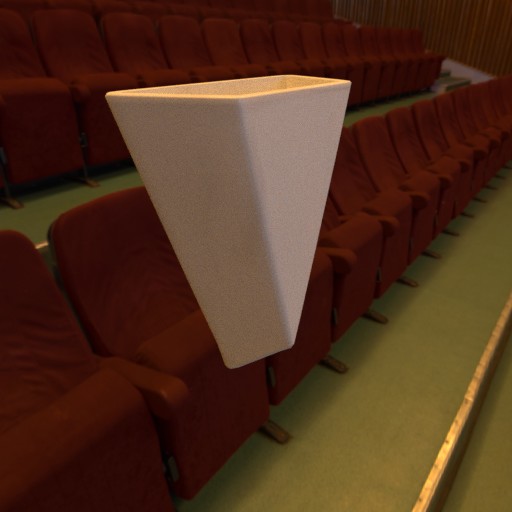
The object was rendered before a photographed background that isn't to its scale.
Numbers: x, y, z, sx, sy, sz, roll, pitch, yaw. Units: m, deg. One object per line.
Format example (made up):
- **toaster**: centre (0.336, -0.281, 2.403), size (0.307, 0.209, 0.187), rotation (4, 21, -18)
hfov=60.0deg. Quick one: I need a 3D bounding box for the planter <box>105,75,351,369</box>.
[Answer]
- **planter**: centre (0.000, 0.000, 0.272), size (0.060, 0.197, 0.150), rotation (18, 31, 32)
